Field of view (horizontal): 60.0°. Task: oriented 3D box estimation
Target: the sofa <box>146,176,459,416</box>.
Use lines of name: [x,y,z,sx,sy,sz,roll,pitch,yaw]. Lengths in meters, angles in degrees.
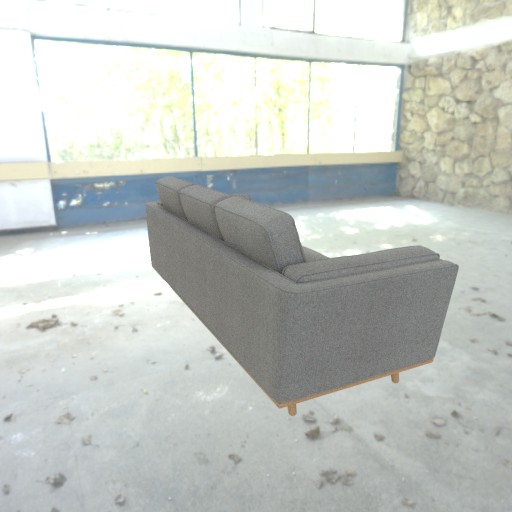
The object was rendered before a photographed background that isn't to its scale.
sofa: [0.000,0.000,2.853,0.903,0.899,2.362,-8,18,-25]
